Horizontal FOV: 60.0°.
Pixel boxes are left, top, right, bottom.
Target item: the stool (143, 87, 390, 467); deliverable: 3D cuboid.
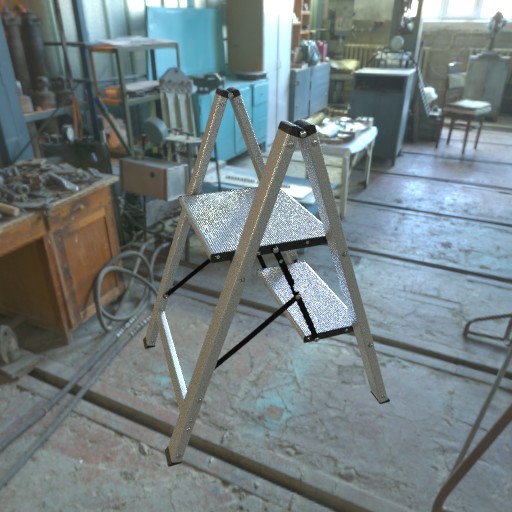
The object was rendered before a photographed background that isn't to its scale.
[{"bbox_3d":[0.000,0.000,1.009,0.535,0.670,0.440,-9,30,-17],"label":"stool"}]
